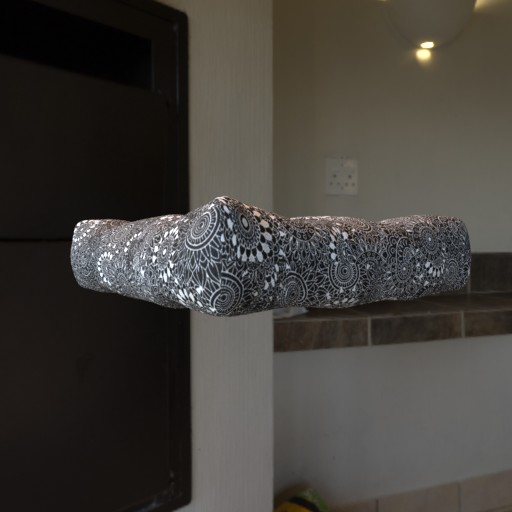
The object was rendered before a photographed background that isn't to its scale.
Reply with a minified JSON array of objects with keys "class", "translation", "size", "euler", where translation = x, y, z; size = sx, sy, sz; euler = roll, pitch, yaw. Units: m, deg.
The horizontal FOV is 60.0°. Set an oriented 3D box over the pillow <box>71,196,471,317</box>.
[{"class":"pillow","translation":[0.000,0.000,0.717],"size":[0.468,0.128,0.490],"euler":[-1,2,-37]}]
